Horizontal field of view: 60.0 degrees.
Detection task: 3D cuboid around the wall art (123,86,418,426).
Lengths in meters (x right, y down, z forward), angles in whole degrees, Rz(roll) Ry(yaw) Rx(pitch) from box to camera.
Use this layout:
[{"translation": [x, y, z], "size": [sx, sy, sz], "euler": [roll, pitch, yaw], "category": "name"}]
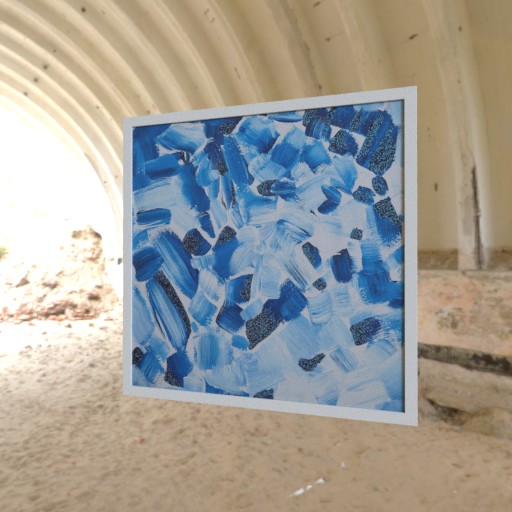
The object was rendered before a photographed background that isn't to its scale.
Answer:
[{"translation": [0.000, 0.000, 0.669], "size": [0.457, 0.457, 0.012], "euler": [0, 0, 17], "category": "wall art"}]
